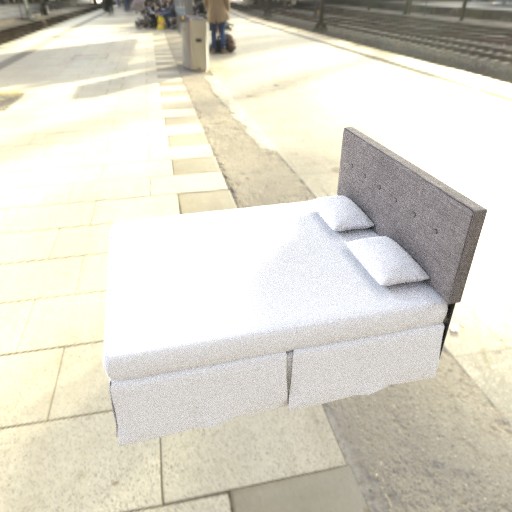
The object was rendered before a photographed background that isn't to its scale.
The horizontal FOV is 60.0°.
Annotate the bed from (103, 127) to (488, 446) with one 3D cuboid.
[{"bbox_3d":[0.000,0.000,2.929,1.958,1.168,1.621,-7,32,-12],"label":"bed"}]
